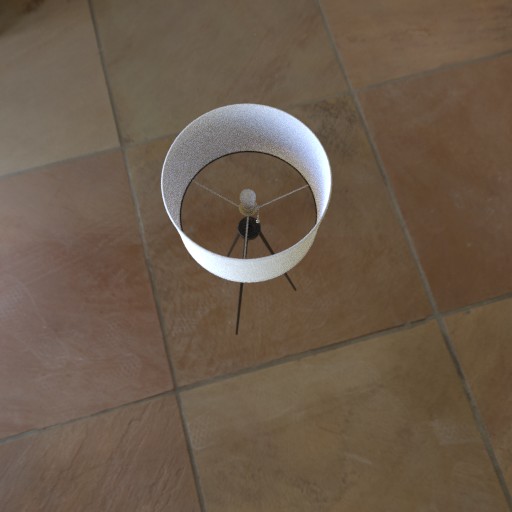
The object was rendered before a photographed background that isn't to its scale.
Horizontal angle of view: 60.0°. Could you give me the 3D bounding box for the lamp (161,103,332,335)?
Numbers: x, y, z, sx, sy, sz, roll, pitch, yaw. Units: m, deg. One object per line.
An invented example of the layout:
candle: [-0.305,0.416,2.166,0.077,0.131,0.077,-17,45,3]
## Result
lamp: [0.000,0.000,1.805,0.458,1.545,0.448,-12,75,-3]
